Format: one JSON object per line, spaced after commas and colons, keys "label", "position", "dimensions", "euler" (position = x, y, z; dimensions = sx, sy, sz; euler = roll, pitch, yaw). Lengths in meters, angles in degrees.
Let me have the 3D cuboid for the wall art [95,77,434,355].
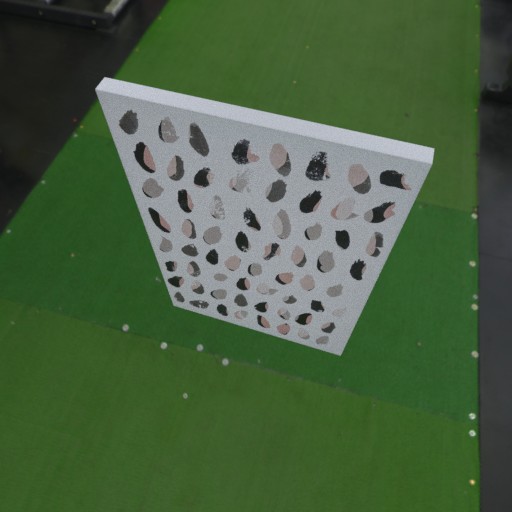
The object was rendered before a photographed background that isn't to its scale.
{"label": "wall art", "position": [0.000, 0.000, 1.162], "dimensions": [0.610, 0.916, 0.037], "euler": [15, 59, 9]}
